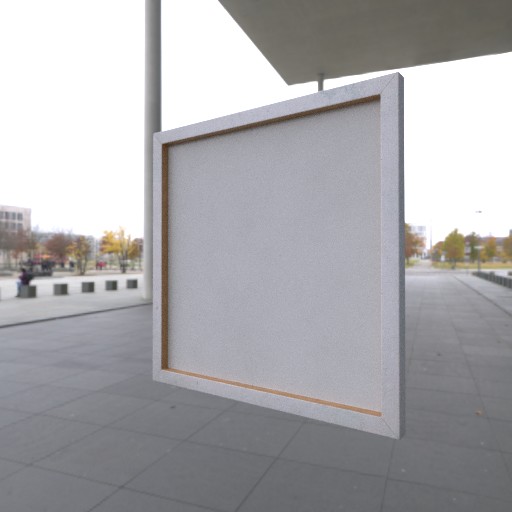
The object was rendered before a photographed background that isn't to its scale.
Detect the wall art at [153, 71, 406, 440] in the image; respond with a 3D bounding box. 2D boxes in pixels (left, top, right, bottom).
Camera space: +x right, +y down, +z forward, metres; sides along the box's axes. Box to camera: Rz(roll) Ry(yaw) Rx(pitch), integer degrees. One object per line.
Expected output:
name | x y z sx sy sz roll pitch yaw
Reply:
wall art | 0.000 0.000 1.154 0.762 0.762 0.038 0 -1 36
